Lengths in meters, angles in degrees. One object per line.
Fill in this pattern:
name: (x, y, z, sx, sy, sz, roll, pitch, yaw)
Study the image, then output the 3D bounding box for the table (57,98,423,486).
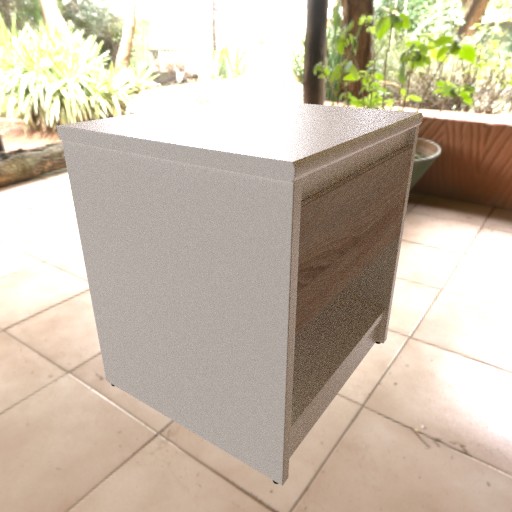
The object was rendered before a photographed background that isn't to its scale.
table: (0.000, 0.000, 0.769, 0.380, 0.460, 0.420, 16, 30, 31)
